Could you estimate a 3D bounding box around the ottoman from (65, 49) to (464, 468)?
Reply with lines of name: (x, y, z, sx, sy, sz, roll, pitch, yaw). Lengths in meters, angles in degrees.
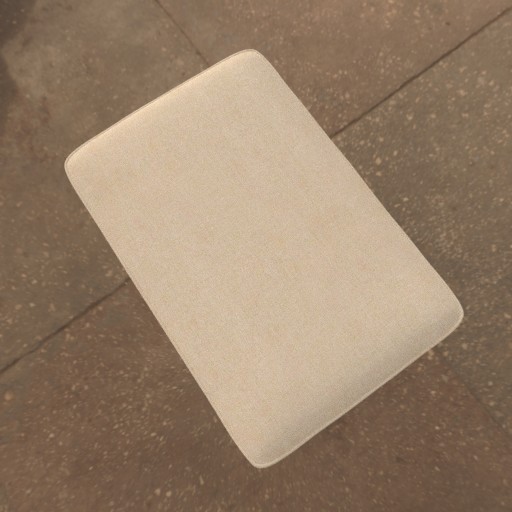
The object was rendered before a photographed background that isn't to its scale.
ottoman: (0.000, 0.000, 1.210, 0.583, 0.484, 0.862, -34, 79, -7)
